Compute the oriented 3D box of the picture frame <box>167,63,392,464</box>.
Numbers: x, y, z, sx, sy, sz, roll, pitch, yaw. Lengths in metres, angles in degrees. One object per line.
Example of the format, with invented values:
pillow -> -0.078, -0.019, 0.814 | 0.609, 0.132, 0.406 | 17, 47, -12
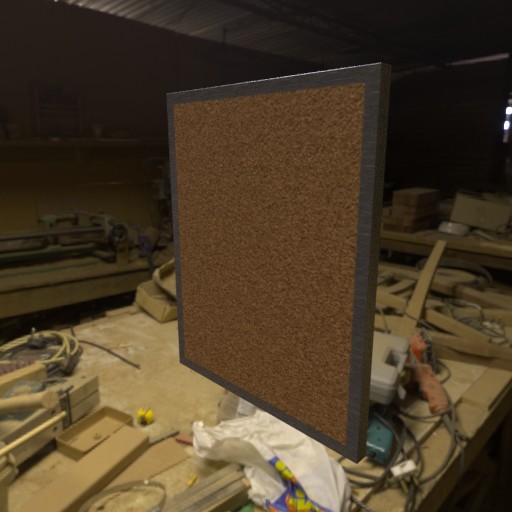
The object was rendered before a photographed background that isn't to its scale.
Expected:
picture frame -> 0.000, 0.000, 0.761 | 0.029, 0.559, 0.454 | -13, 19, -43
